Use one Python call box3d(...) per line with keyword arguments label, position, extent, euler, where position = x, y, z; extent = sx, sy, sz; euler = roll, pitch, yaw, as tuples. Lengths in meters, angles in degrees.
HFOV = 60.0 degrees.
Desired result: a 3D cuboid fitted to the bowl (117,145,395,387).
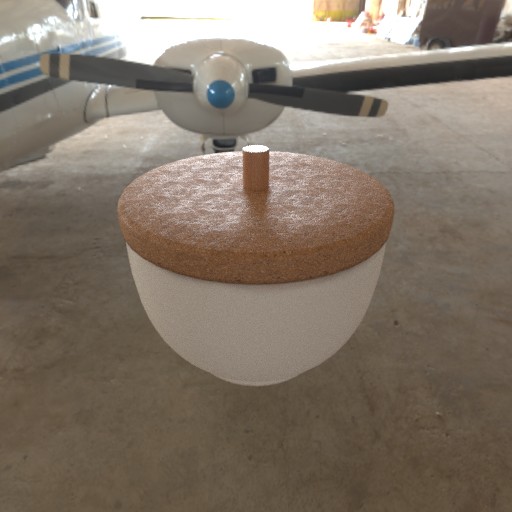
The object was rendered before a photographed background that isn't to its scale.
box3d(label="bowl", position=(0.000, 0.000, 0.225), extent=(0.126, 0.110, 0.126), euler=(0, 30, 0))
